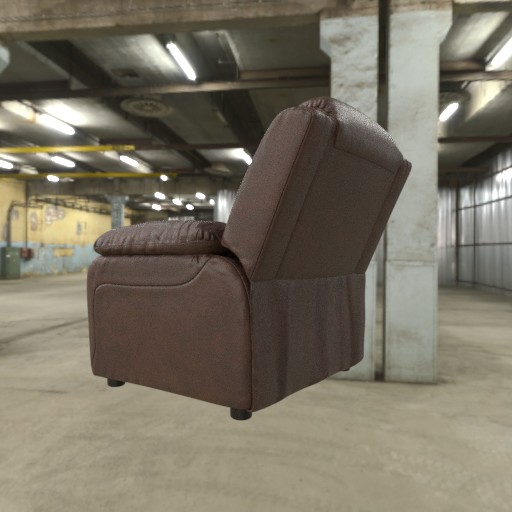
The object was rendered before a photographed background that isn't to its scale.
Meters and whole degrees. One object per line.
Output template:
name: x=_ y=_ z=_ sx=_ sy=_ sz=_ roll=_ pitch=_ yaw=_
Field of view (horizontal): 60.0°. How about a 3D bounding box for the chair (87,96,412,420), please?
chair: x=0.000 y=0.000 z=1.249 sx=0.707 sy=0.702 sz=0.680 roll=0 pitch=0 yaw=36
